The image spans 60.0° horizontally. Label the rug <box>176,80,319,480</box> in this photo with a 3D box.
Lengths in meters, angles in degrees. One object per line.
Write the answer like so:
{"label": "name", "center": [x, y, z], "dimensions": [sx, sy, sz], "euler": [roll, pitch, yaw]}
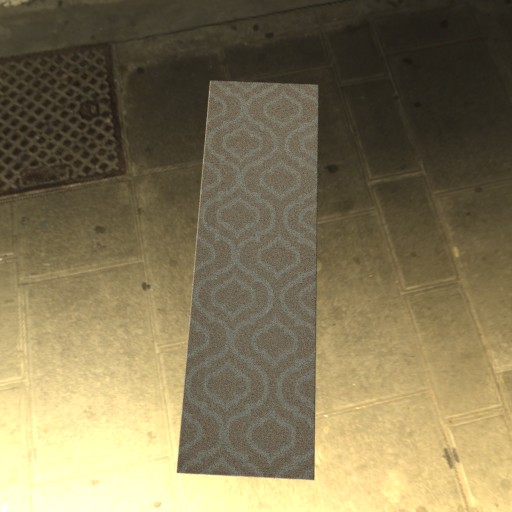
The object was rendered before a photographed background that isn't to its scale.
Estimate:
{"label": "rug", "center": [0.000, 0.000, 2.514], "dimensions": [0.691, 0.013, 2.289], "euler": [3, 75, 1]}
